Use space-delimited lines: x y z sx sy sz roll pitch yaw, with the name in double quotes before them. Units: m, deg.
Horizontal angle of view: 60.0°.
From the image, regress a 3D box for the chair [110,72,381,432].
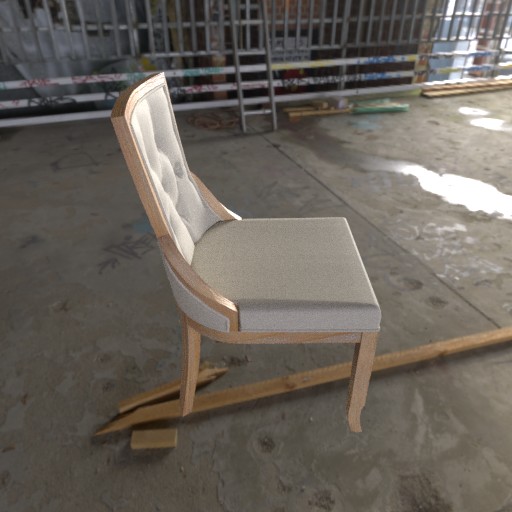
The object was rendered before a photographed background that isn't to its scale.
"chair" 0.000 0.000 1.318 0.641 0.947 0.524 0 33 0
